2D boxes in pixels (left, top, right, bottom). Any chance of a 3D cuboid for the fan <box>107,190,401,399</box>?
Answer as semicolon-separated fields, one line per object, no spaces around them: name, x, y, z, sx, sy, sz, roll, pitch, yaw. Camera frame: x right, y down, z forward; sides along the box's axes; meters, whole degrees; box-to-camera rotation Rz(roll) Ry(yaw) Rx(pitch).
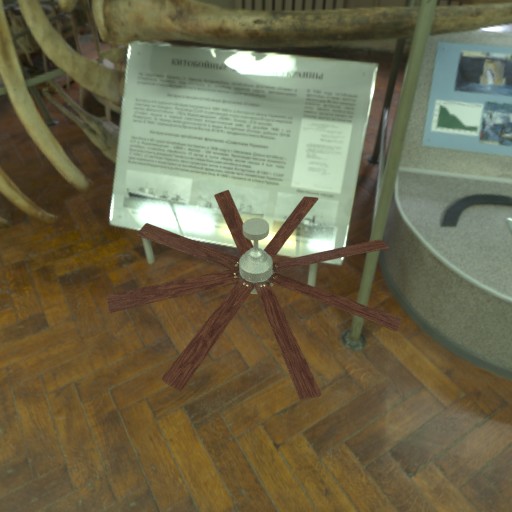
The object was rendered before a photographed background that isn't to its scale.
fan;0.000;0.000;2.724;1.830;0.472;1.830;-12;44;-12
